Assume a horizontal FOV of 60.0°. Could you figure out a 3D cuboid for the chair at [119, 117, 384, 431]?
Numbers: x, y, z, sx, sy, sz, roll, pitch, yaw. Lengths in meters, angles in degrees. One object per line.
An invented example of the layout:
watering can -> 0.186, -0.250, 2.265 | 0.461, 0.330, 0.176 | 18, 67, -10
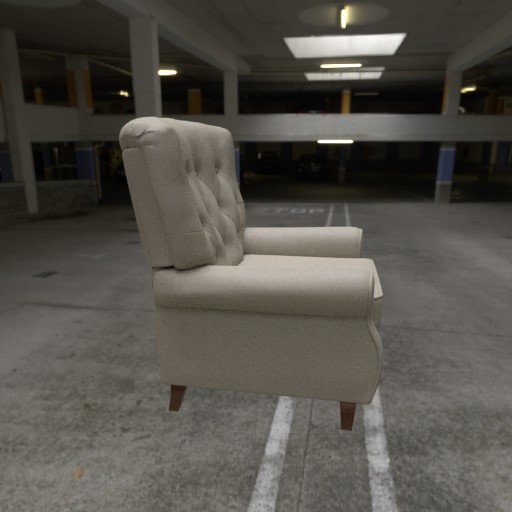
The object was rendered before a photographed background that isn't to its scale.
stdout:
chair -> 0.000, 0.000, 1.937 | 1.059, 1.158, 0.943 | 3, 15, 10
